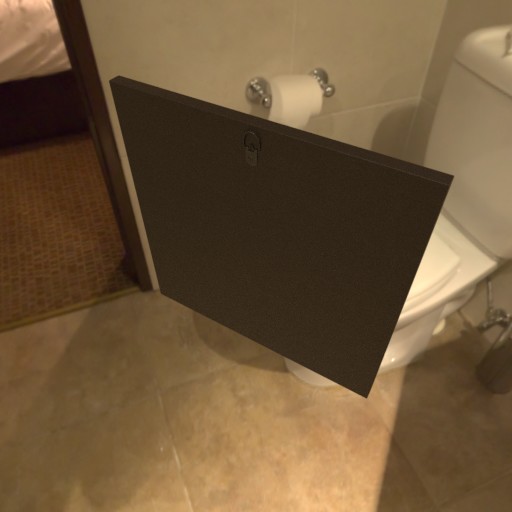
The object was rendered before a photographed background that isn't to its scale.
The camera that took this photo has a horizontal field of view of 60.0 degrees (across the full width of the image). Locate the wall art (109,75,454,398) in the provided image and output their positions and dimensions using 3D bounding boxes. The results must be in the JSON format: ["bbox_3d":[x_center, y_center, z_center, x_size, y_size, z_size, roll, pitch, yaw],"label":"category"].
[{"bbox_3d":[0.000,0.000,1.215,0.805,0.807,0.043,23,50,21],"label":"wall art"}]
